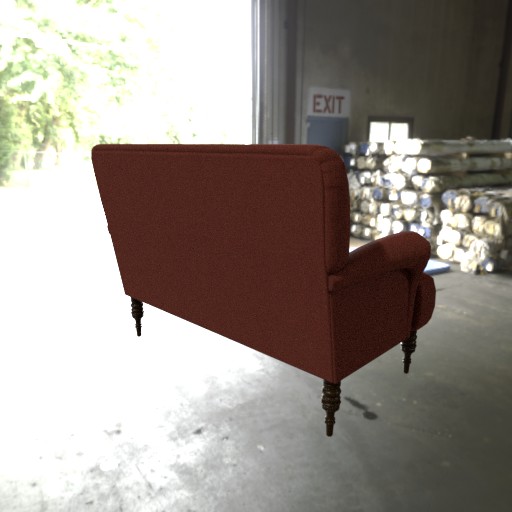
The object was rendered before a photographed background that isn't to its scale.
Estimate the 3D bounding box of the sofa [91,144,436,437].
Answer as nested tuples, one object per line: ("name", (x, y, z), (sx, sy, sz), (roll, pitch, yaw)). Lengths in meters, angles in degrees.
("sofa", (0.000, 0.000, 1.810), (1.297, 0.889, 0.779), (13, 19, 42))
